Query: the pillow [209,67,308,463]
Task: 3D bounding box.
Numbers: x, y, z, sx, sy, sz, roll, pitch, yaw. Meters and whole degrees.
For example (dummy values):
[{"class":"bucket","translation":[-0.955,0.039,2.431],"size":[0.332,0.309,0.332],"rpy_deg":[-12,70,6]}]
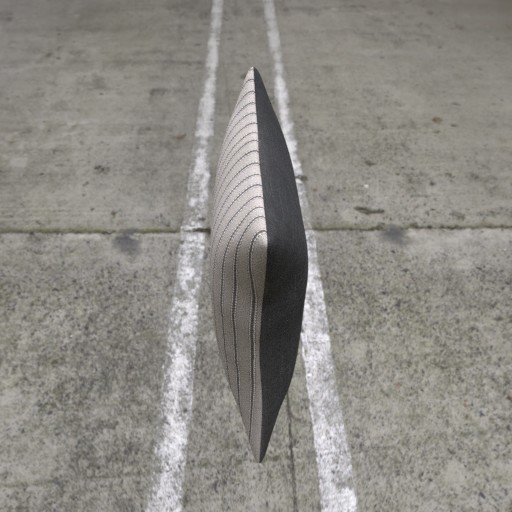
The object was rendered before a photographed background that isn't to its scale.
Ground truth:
[{"class":"pillow","translation":[0.000,0.000,0.708],"size":[0.138,0.444,0.468],"rpy_deg":[-1,42,-1]}]
